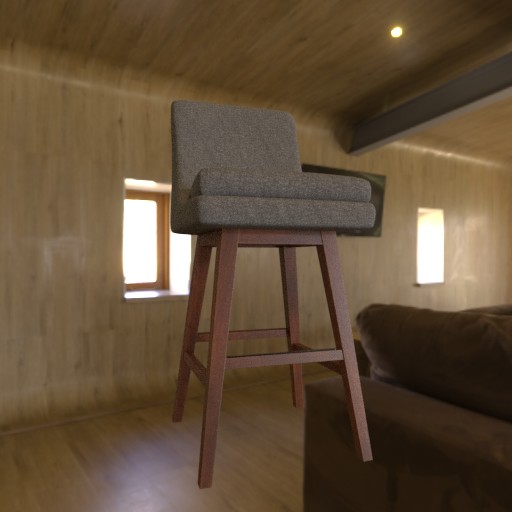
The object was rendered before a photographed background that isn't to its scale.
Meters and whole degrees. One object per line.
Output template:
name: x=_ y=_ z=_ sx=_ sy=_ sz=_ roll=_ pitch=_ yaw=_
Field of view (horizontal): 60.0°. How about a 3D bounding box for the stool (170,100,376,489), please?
stool: x=0.000 y=0.000 z=1.335 sx=0.489 sy=1.068 sz=0.572 roll=0 pitch=0 yaw=-19
